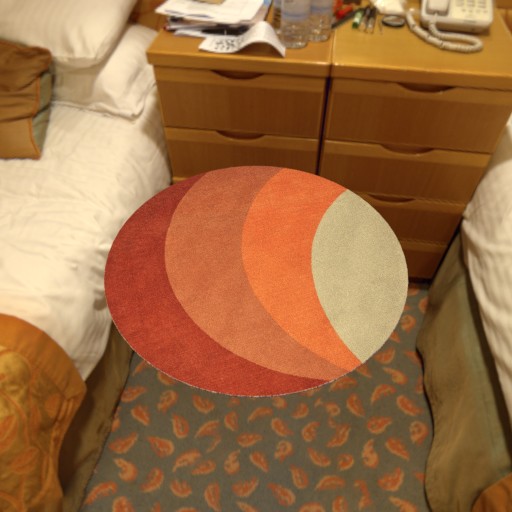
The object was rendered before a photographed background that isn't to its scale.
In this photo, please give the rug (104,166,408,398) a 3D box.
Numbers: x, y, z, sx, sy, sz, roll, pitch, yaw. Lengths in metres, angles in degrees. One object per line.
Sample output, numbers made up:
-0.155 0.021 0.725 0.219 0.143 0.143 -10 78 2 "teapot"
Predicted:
0.000 0.000 2.265 1.514 0.015 1.514 0 48 0 "rug"
